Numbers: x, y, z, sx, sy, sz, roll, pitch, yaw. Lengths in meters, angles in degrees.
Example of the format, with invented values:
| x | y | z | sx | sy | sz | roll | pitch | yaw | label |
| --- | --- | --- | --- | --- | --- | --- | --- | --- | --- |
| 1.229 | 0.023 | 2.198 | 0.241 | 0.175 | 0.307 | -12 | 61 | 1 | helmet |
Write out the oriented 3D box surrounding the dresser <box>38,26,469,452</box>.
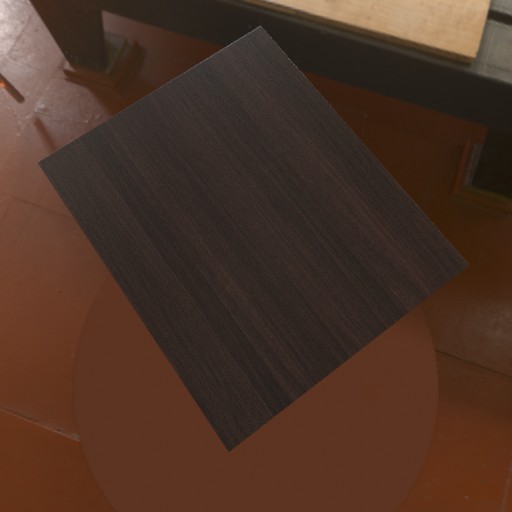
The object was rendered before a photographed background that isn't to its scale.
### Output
| x | y | z | sx | sy | sz | roll | pitch | yaw | label |
| --- | --- | --- | --- | --- | --- | --- | --- | --- | --- |
| 0.000 | 0.000 | 0.747 | 0.360 | 0.470 | 0.400 | -35 | 78 | -8 | dresser |
